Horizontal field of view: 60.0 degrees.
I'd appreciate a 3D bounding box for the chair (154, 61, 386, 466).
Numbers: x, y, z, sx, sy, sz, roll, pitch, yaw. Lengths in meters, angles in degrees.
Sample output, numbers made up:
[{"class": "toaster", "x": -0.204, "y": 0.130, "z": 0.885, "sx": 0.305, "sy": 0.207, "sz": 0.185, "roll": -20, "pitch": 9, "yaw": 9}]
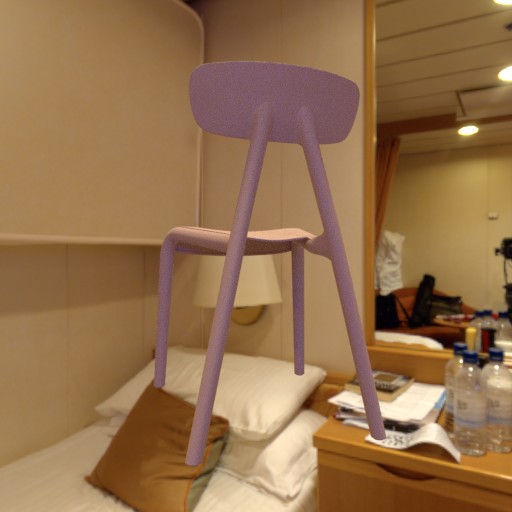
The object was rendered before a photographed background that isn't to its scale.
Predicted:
[{"class": "chair", "x": 0.000, "y": 0.000, "z": 0.842, "sx": 0.356, "sy": 0.580, "sz": 0.401, "roll": 0, "pitch": 1, "yaw": -17}]
